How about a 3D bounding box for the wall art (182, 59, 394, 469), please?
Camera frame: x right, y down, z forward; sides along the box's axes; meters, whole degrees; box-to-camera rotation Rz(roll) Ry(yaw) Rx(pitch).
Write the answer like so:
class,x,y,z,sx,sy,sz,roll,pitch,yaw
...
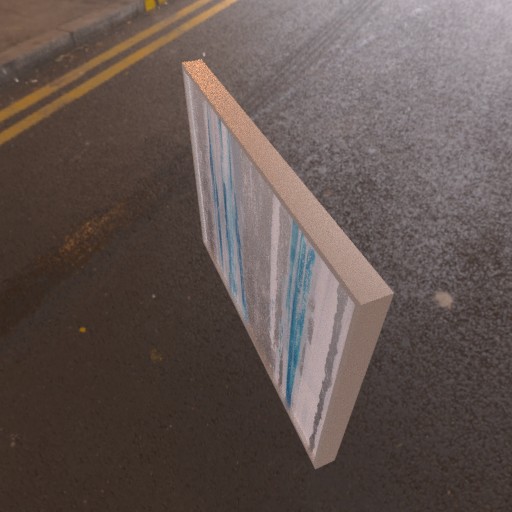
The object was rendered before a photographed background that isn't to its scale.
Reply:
class,x,y,z,sx,sy,sz,roll,pitch,yaw
wall art,0.000,0.000,1.381,0.066,0.801,1.056,-17,49,-16
